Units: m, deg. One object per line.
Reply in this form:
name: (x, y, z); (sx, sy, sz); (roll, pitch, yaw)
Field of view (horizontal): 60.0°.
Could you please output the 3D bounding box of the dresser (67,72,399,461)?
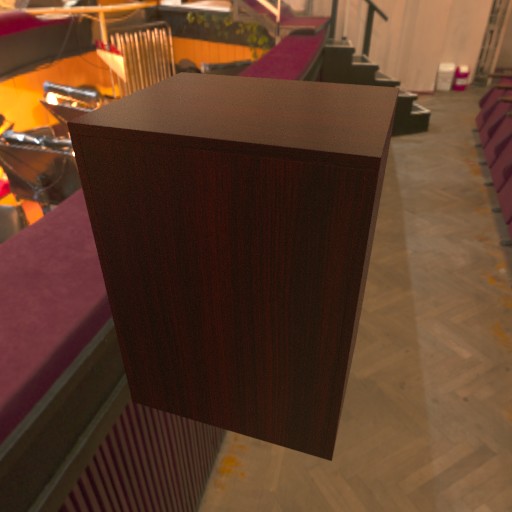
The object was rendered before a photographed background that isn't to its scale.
dresser: (0.000, 0.000, 0.821); (0.400, 0.560, 0.360); (10, 35, 15)
